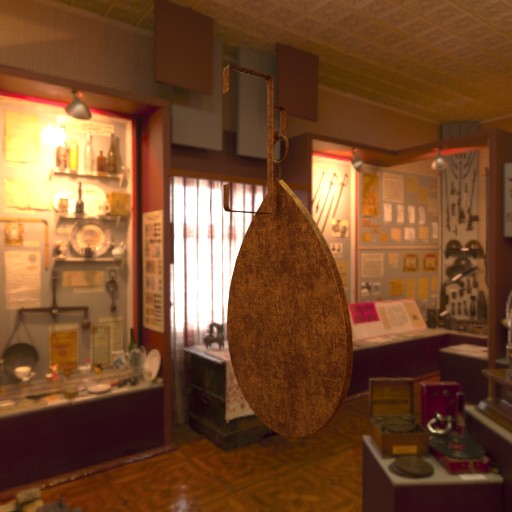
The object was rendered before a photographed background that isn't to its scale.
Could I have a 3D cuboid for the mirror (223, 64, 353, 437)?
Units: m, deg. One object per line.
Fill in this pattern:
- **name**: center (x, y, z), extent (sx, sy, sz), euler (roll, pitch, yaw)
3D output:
- **mirror**: center (0.000, 0.000, 0.905), extent (0.144, 0.744, 0.405), euler (0, 0, -35)
